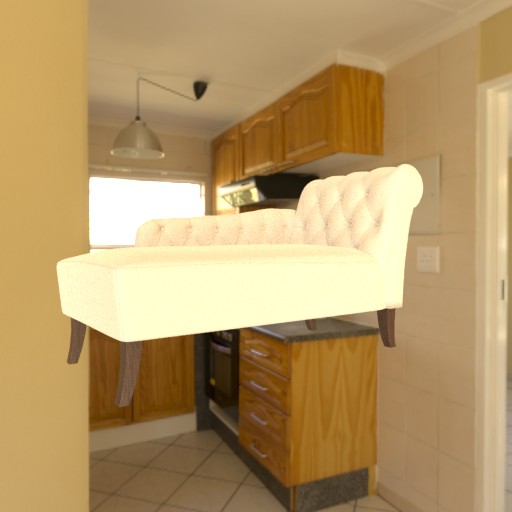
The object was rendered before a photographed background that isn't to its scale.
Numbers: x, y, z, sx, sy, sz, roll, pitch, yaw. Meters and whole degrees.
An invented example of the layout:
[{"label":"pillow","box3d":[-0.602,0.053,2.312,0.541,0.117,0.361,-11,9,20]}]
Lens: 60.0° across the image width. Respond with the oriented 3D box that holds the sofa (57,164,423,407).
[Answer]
[{"label":"sofa","box3d":[0.000,0.000,1.798,1.379,0.787,0.675,-1,1,-36]}]
